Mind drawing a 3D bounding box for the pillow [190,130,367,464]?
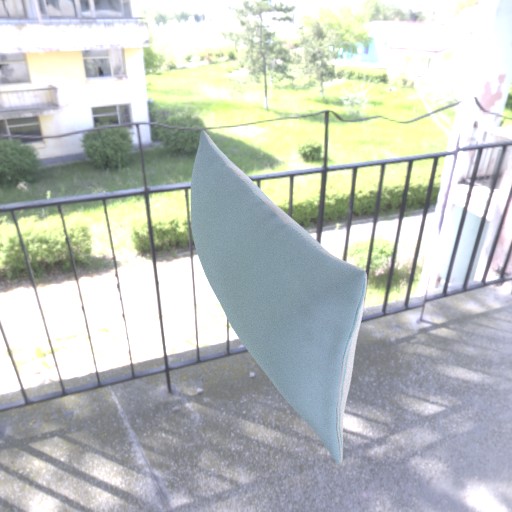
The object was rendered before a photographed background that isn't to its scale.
[{"bbox_3d":[0.000,0.000,0.740,0.151,0.287,0.610,-11,31,-18],"label":"pillow"}]
